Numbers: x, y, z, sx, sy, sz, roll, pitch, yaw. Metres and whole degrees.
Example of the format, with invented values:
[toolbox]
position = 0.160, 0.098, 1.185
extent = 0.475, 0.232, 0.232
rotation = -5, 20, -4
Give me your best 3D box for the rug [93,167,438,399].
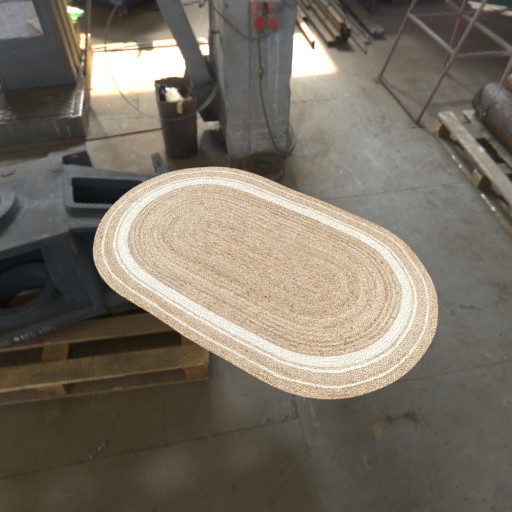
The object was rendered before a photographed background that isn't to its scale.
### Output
[rug]
position = 0.000, 0.000, 3.014
extent = 2.432, 0.006, 1.520
rotation = 26, 52, 22
